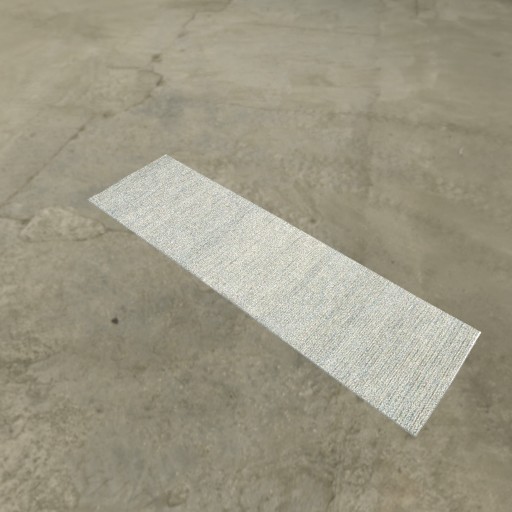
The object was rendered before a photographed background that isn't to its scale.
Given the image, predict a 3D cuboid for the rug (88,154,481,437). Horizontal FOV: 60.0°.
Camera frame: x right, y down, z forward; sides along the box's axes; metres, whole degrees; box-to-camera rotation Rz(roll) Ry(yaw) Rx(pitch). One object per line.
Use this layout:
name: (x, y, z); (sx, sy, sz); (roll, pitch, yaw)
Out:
rug: (0.000, 0.000, 2.515); (2.341, 0.037, 0.675); (32, 54, 27)
